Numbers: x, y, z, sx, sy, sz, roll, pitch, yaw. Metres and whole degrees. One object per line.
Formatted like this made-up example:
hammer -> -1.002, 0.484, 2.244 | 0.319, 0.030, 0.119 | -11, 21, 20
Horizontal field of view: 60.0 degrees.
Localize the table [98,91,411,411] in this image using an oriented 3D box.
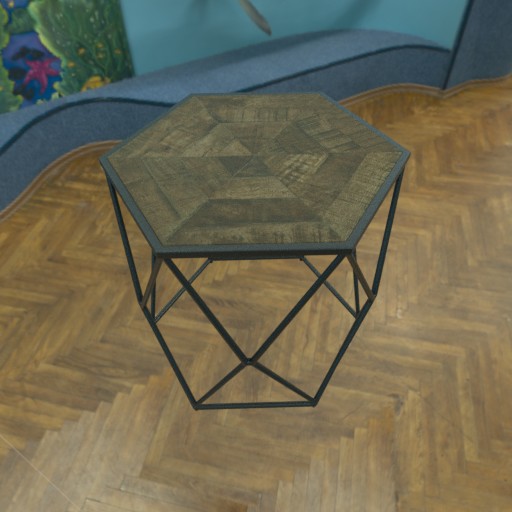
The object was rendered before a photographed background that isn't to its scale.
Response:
table -> 0.000, 0.000, 1.050 | 0.579, 0.564, 0.578 | -23, 51, -21
